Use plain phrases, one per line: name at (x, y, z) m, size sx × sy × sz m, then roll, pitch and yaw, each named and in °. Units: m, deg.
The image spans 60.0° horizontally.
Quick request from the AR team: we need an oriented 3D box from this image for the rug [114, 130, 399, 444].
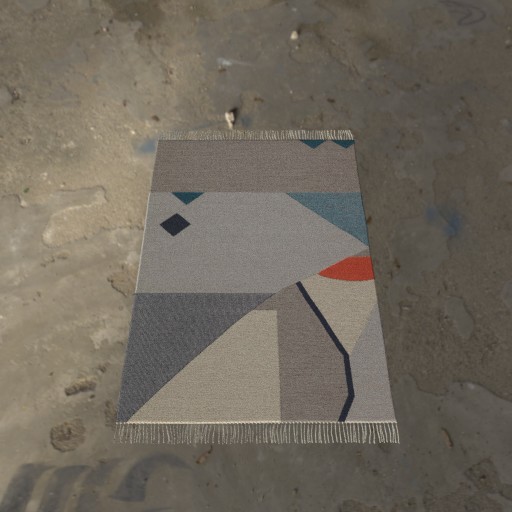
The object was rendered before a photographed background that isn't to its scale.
rug at (0.000, 0.000, 2.325) m, size 1.220 × 0.005 × 1.828 m, roll 0°, pitch 60°, yaw 0°
